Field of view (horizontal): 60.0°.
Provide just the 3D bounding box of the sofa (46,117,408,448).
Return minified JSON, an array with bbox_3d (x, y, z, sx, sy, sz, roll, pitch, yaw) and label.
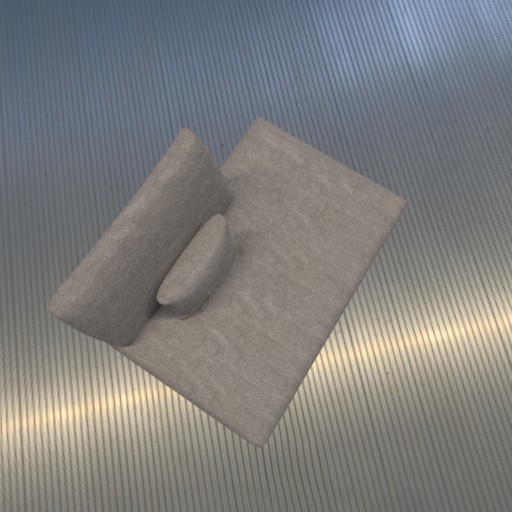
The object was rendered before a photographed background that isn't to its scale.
[{"bbox_3d":[0.000,0.000,2.089,1.002,0.820,1.450,32,77,8],"label":"sofa"}]
